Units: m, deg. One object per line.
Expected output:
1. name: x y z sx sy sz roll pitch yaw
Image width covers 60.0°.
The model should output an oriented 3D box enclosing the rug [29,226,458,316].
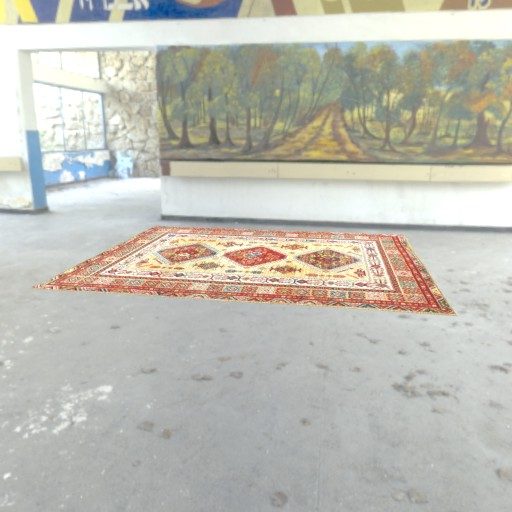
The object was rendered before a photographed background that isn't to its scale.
1. rug: 0.000 0.000 4.253 3.067 0.005 2.460 3 15 10
